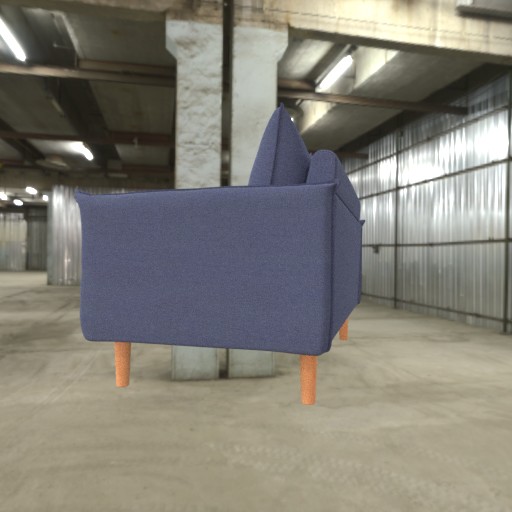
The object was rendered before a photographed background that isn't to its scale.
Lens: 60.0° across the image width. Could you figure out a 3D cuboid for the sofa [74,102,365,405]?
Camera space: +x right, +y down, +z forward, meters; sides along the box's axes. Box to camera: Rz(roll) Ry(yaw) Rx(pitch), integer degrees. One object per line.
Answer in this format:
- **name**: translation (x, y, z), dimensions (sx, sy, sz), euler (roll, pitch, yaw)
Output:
- **sofa**: translation (0.000, 0.000, 1.834), dimensions (0.820, 0.840, 1.300), euler (0, 0, 17)
